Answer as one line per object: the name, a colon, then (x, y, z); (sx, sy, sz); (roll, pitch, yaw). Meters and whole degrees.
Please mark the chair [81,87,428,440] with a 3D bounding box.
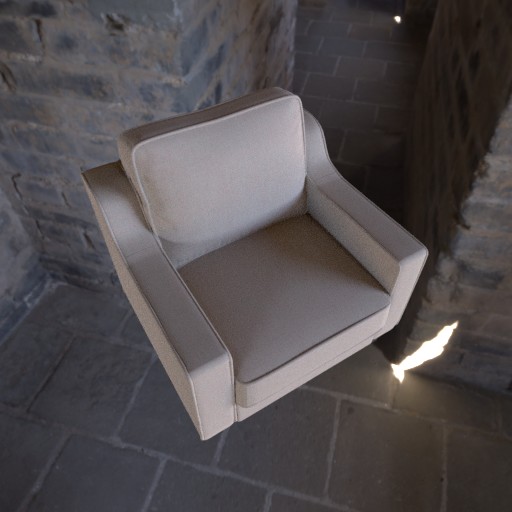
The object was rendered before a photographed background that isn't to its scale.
chair: (0.000, 0.000, 1.683); (0.922, 0.948, 0.882); (-24, 52, -21)
